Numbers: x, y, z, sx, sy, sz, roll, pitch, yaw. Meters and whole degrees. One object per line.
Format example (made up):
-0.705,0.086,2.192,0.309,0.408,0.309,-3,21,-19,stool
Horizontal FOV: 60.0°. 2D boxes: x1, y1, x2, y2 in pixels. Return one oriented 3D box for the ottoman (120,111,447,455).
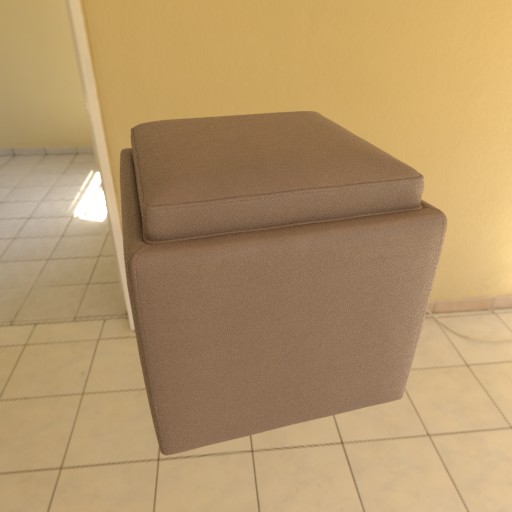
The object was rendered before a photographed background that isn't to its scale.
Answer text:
0.000,0.000,0.822,0.451,0.460,0.450,-8,32,-13,ottoman
